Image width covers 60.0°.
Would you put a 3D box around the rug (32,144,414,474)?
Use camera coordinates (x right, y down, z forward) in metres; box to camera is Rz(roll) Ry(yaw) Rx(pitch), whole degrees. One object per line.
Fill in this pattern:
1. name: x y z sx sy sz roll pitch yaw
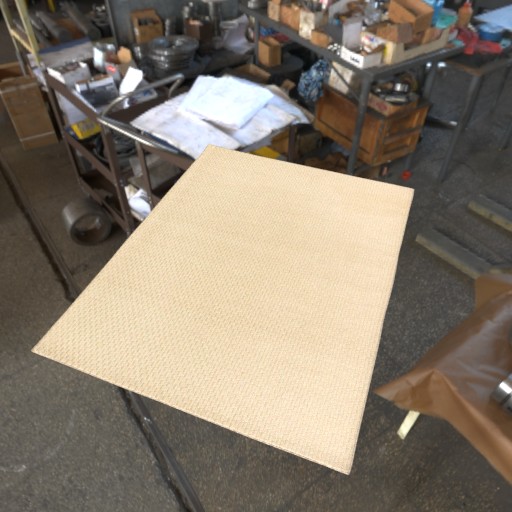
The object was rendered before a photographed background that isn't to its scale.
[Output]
1. rug: 0.000 0.000 3.769 2.277 0.035 2.897 16 48 15
